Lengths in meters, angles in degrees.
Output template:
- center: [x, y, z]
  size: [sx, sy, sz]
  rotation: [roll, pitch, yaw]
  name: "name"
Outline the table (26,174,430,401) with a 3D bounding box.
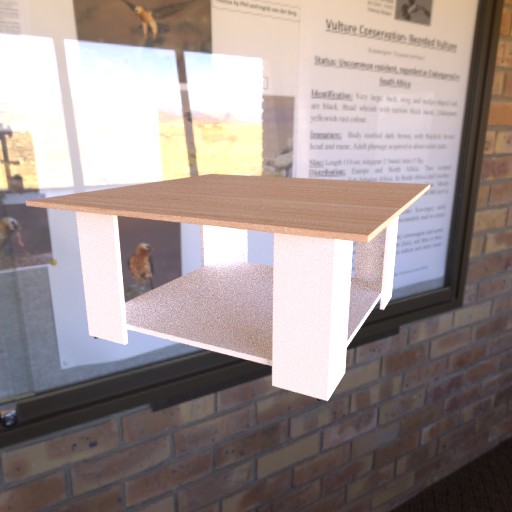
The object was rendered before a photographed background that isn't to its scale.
- center: [0.000, 0.000, 1.047]
  size: [0.670, 0.305, 0.670]
  rotation: [8, 17, 26]
  name: "table"
